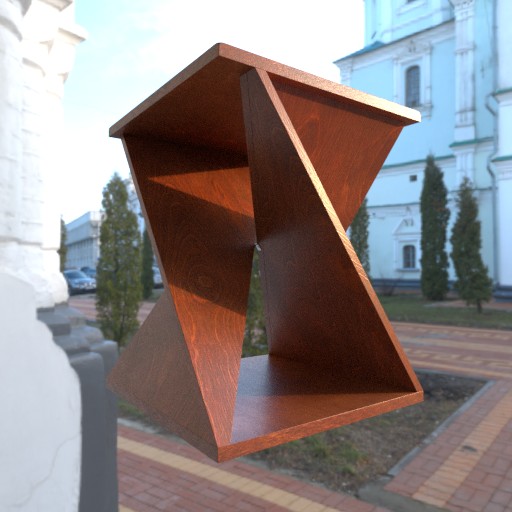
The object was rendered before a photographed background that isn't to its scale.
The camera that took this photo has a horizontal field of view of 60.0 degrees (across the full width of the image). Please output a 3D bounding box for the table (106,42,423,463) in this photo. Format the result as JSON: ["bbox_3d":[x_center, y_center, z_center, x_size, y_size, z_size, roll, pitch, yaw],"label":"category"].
[{"bbox_3d":[0.000,0.000,0.843,0.427,0.520,0.427,1,-2,-36],"label":"table"}]
